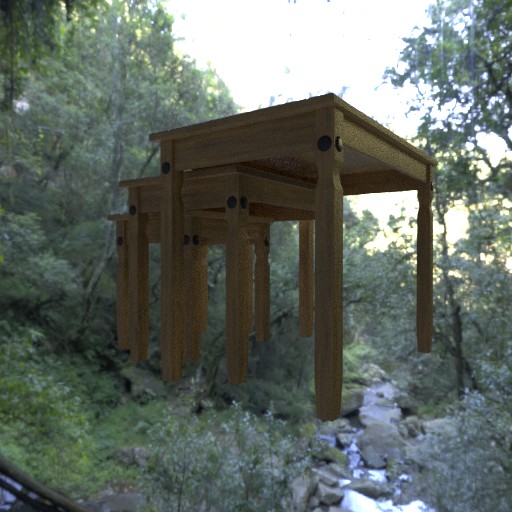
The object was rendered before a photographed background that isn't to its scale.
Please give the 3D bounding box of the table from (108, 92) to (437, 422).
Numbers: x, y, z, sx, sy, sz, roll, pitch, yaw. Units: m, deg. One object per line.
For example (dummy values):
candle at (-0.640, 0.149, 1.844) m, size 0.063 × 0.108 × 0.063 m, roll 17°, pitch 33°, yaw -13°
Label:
table at (0.000, 0.000, 1.199) m, size 0.773 × 0.535 × 0.660 m, roll 1°, pitch 1°, yaw 36°
